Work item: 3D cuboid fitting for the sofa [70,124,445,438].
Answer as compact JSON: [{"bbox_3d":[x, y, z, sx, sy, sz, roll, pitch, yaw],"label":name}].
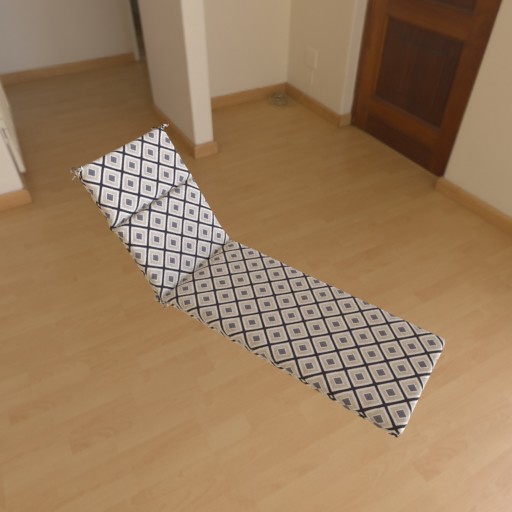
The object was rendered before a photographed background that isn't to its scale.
[{"bbox_3d":[0.000,0.000,1.956,1.663,0.622,0.582,25,48,26],"label":"sofa"}]
